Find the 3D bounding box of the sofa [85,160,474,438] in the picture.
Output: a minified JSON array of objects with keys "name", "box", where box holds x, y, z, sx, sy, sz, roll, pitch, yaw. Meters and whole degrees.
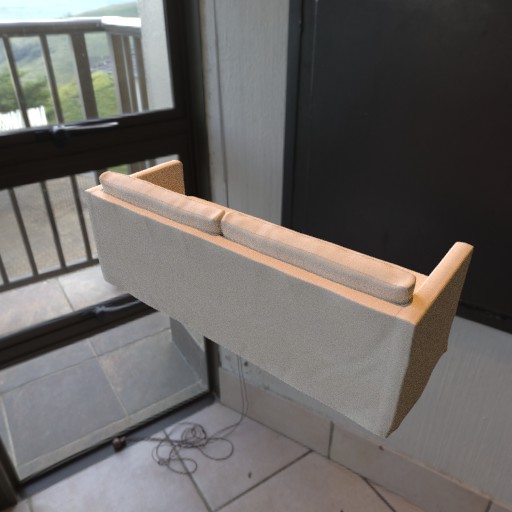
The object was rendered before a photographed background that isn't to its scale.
[{"name":"sofa","box":[0.000,0.000,3.355,2.779,0.999,1.036,22,37,32]}]
